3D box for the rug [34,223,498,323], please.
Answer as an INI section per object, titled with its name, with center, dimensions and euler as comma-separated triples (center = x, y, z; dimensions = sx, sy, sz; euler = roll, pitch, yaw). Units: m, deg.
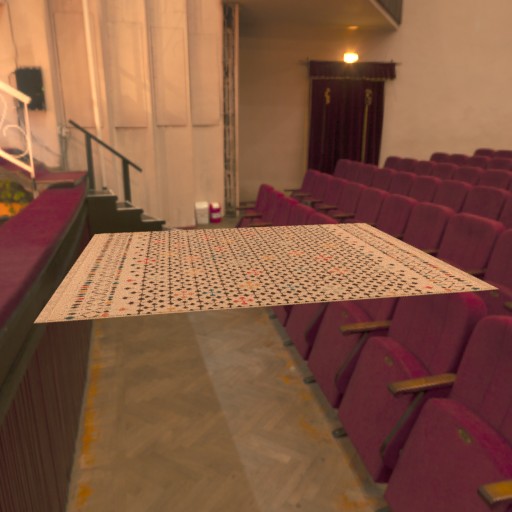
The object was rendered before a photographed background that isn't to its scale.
[rug]
center = 0.000, 0.000, 1.993
dimensions = 1.556, 0.006, 1.146
euler = -3, 17, -10
